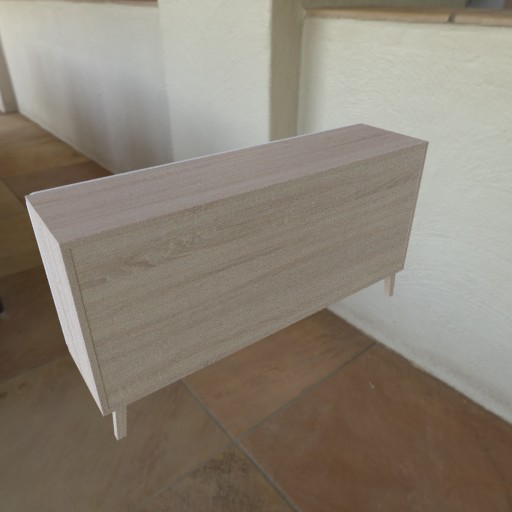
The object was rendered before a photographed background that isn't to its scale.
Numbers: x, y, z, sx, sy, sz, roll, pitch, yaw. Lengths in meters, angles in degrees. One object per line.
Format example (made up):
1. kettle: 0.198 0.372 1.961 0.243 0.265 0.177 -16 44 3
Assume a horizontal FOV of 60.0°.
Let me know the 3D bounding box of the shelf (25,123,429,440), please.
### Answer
1. shelf: 0.000 0.000 1.805 1.490 0.780 0.400 -20 36 -30
